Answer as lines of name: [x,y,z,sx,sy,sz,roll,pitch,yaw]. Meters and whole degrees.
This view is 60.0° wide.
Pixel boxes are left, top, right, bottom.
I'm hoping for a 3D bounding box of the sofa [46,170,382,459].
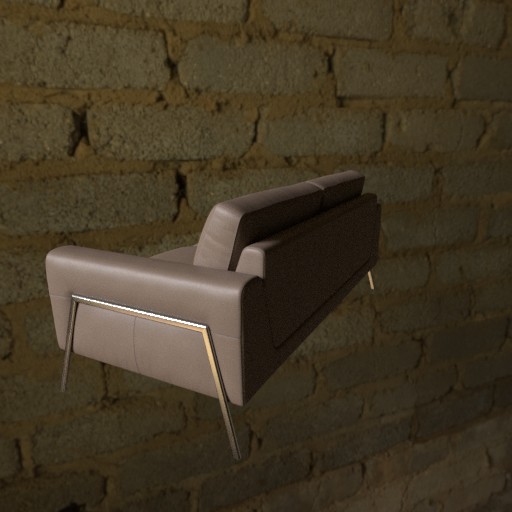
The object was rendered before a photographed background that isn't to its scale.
sofa: [0.000,0.000,2.511,0.953,0.875,2.017,8,17,27]
